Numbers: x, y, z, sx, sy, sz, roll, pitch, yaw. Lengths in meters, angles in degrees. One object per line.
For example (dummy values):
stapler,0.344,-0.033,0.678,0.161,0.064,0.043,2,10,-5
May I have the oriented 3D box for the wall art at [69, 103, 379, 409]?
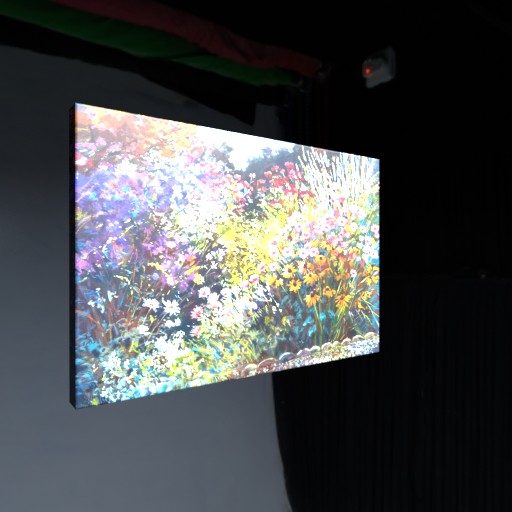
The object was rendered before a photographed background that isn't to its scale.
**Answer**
wall art,0.000,0.000,0.777,0.610,0.406,0.037,0,0,-35
